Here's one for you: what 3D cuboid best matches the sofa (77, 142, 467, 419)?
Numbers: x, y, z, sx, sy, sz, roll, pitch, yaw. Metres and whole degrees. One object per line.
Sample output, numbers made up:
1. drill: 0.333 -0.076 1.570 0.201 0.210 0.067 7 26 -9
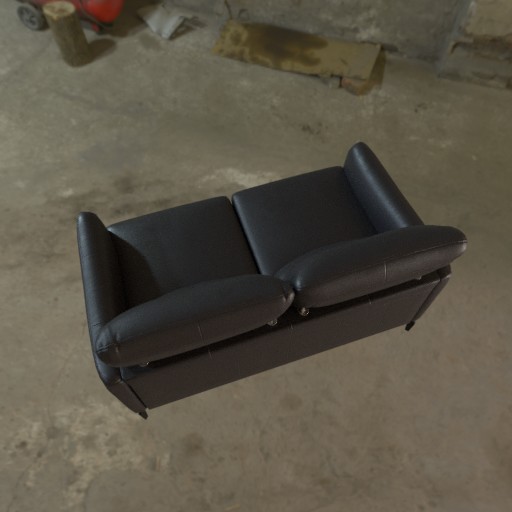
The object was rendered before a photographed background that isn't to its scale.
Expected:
1. sofa: 0.000 0.000 2.138 1.596 0.920 0.958 -16 60 -10
